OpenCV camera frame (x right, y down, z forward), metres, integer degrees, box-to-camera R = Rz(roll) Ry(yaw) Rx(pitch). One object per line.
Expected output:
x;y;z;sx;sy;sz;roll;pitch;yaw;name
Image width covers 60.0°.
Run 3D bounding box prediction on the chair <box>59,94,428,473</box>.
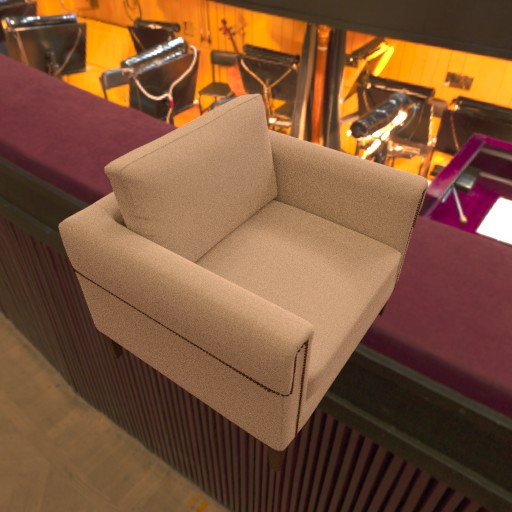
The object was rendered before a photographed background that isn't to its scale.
0.000;0.000;1.660;0.896;0.915;0.982;25;47;26;chair
